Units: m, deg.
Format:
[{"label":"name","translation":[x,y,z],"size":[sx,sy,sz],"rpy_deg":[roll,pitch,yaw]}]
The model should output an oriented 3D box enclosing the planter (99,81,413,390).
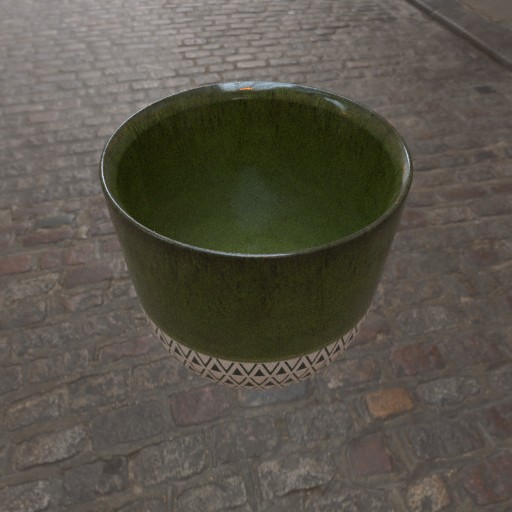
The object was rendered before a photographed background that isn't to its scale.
[{"label":"planter","translation":[0.000,0.000,0.481],"size":[0.266,0.270,0.266],"rpy_deg":[0,46,0]}]
